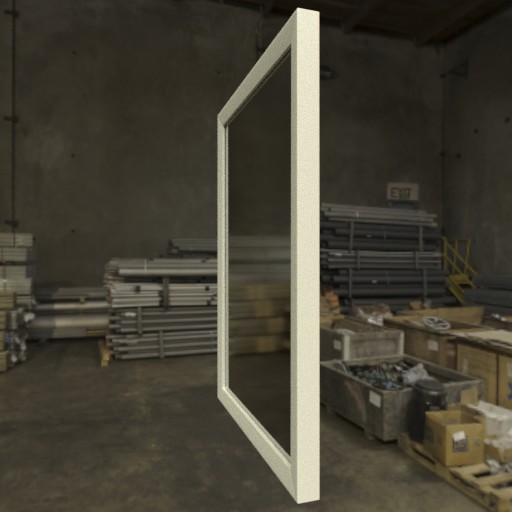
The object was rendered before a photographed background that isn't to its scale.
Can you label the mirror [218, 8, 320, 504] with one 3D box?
[{"bbox_3d":[0.000,0.000,0.881,0.040,0.710,0.507,0,0,-18],"label":"mirror"}]
